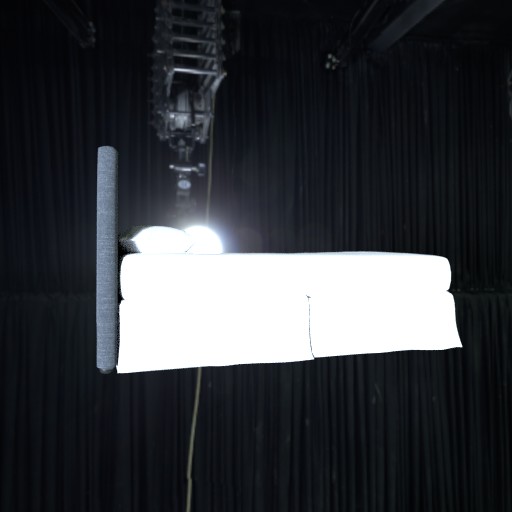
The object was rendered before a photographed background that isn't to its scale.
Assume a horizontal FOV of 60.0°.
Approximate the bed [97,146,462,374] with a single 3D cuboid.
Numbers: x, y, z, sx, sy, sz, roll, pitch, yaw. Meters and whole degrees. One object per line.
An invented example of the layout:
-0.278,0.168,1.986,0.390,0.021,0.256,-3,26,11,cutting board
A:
0.000,0.000,3.985,2.689,1.457,2.161,0,-1,-20,bed
